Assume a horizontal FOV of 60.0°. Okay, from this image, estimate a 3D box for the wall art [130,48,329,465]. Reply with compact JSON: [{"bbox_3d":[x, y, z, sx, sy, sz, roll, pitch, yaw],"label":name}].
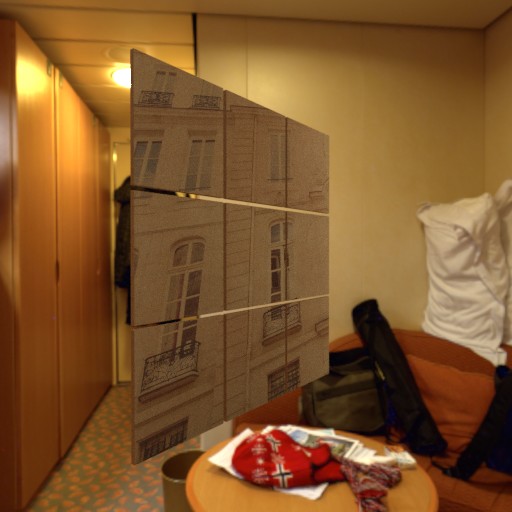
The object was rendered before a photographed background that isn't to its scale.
[{"bbox_3d":[0.000,0.000,1.340,0.018,0.913,0.915,0,1,37],"label":"wall art"}]
